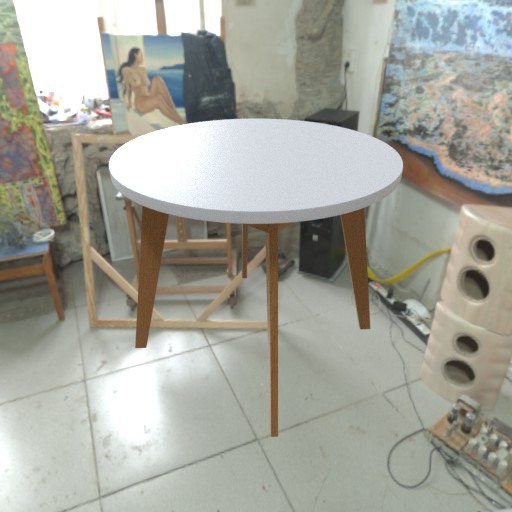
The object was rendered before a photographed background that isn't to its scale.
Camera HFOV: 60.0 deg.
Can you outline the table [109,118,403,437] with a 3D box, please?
[{"bbox_3d":[0.000,0.000,1.595,0.896,0.762,0.896,0,30,0],"label":"table"}]
